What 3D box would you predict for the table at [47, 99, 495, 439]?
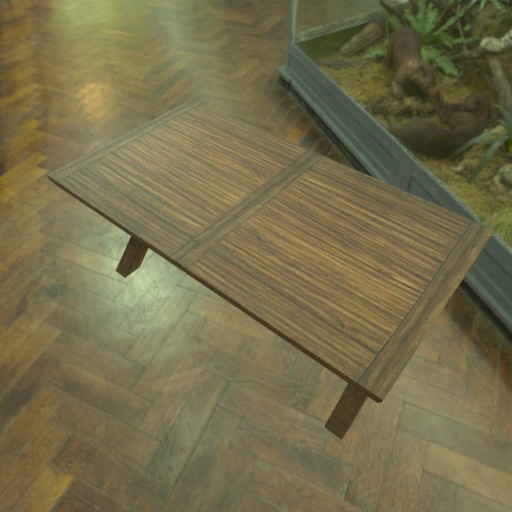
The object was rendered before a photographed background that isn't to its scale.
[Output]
[{"bbox_3d":[0.000,0.000,2.471,1.966,0.793,1.071,31,54,26],"label":"table"}]
